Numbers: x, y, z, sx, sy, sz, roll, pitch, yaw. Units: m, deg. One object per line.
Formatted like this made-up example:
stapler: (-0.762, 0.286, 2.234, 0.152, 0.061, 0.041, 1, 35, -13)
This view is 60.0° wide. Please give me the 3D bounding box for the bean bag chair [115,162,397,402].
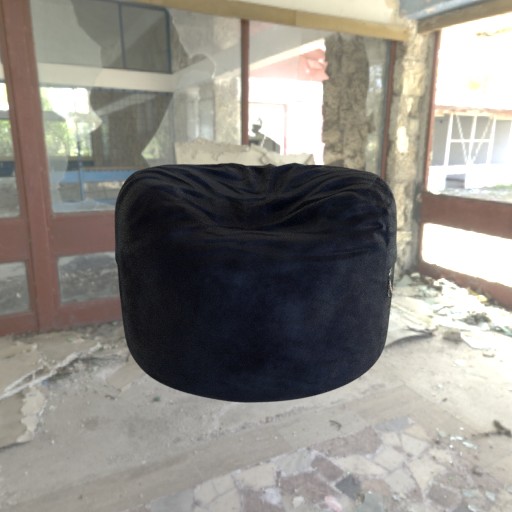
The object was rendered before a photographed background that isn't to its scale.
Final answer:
bean bag chair: (0.000, 0.000, 1.523, 0.918, 0.616, 0.918, 0, 14, 0)
